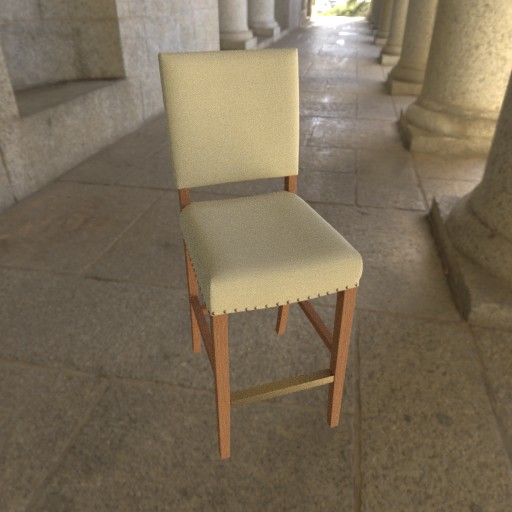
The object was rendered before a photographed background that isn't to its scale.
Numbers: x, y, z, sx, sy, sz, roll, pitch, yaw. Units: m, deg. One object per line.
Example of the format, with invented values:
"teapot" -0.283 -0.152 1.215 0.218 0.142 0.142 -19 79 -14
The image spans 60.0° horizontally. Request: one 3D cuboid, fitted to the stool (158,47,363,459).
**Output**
"stool" 0.000 0.000 1.440 0.445 1.168 0.584 -10 33 -15
